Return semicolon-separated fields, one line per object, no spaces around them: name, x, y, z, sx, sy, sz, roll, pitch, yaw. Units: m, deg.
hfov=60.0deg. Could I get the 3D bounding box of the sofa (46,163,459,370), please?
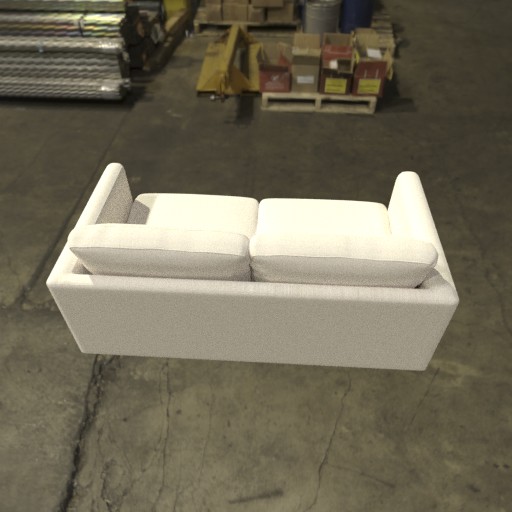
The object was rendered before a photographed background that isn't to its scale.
sofa;0.000;0.000;2.305;1.713;0.893;0.940;3;46;3
